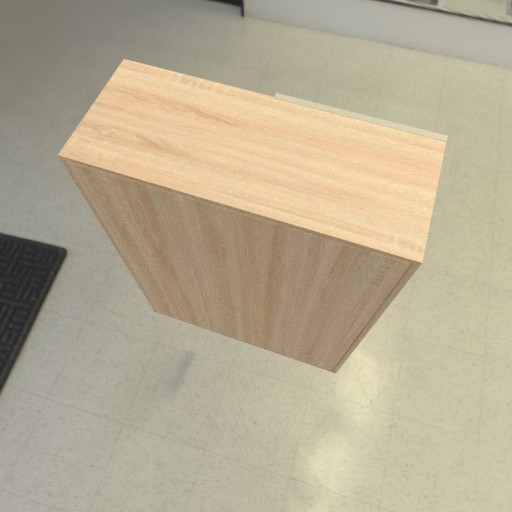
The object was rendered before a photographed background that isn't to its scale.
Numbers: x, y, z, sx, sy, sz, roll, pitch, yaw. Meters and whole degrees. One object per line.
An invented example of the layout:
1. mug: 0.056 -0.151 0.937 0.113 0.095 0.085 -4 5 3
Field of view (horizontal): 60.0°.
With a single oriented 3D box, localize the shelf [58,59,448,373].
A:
1. shelf: 0.000 0.000 1.855 0.995 1.405 0.434 17 65 8
